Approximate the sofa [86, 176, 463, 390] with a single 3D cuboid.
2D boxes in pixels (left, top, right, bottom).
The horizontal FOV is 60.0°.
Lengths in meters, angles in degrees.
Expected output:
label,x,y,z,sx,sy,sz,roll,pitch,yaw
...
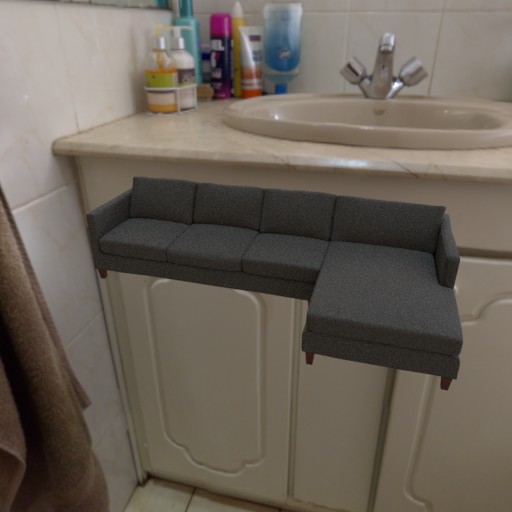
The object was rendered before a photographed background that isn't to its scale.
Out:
label,x,y,z,sx,sy,sz,roll,pitch,yaw
sofa,0.000,0.000,3.830,3.186,0.846,1.625,7,27,15
